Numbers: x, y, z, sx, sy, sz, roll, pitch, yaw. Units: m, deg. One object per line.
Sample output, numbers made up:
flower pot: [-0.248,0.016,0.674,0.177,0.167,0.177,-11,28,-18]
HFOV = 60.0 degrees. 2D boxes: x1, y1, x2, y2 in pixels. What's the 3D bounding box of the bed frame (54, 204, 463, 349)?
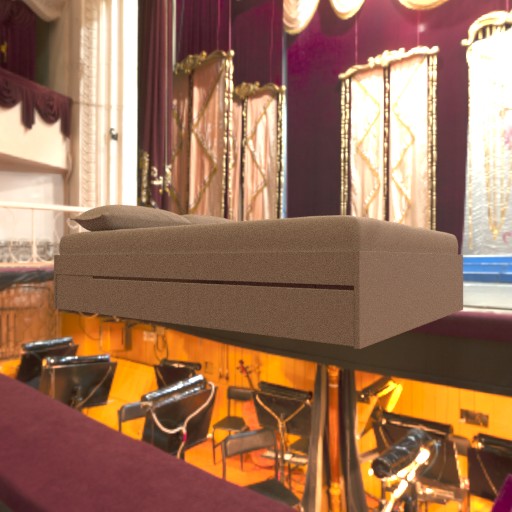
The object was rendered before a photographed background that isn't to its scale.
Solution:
bed frame: [0.000,0.000,2.614,1.950,0.629,1.450,0,-1,37]
